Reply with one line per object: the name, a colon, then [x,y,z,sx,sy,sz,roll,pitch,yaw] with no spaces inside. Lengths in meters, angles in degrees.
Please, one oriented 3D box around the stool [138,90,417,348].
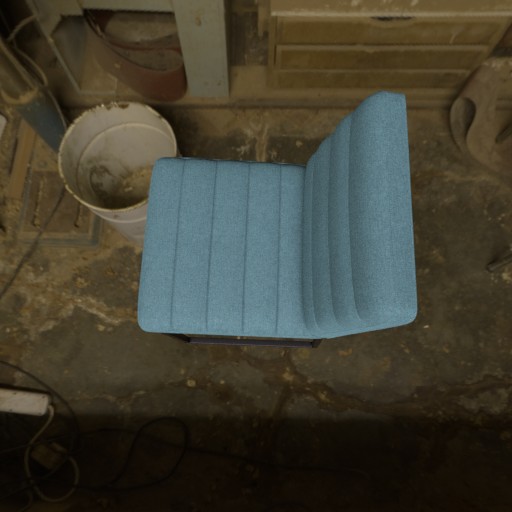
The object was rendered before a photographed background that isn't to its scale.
stool: [0.000,0.000,1.242,0.560,0.940,0.460,2,75,1]
